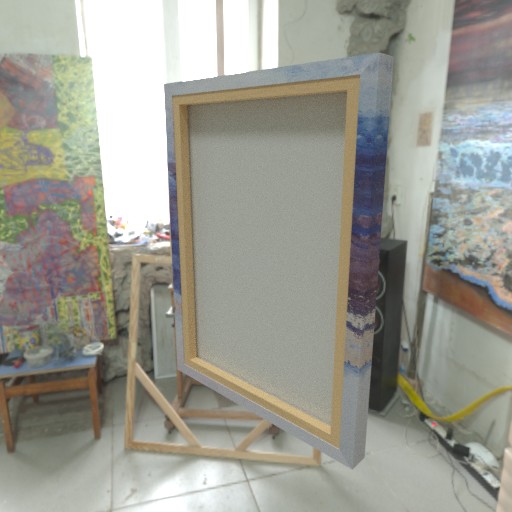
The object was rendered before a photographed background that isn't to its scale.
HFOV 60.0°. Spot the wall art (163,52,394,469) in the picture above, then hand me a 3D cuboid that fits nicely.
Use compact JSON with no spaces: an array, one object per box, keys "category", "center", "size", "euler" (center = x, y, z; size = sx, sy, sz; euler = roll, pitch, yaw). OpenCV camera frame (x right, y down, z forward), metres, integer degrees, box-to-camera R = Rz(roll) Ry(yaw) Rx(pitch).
[{"category":"wall art","center":[0.000,0.000,0.753],"size":[0.437,0.581,0.036],"euler":[14,20,42]}]
